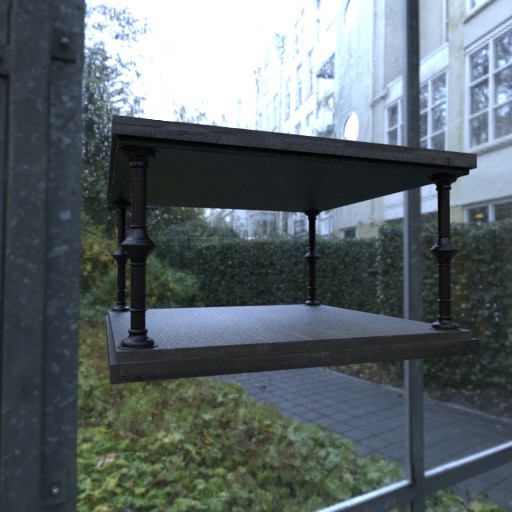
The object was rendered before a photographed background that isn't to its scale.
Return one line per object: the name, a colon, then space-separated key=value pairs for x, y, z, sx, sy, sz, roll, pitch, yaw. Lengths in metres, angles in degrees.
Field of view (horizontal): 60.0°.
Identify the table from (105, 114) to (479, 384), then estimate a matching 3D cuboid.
table: x=0.000 y=0.000 z=1.098 sx=0.696 sy=0.400 sz=0.696 roll=1 pitch=-2 yaw=-19
